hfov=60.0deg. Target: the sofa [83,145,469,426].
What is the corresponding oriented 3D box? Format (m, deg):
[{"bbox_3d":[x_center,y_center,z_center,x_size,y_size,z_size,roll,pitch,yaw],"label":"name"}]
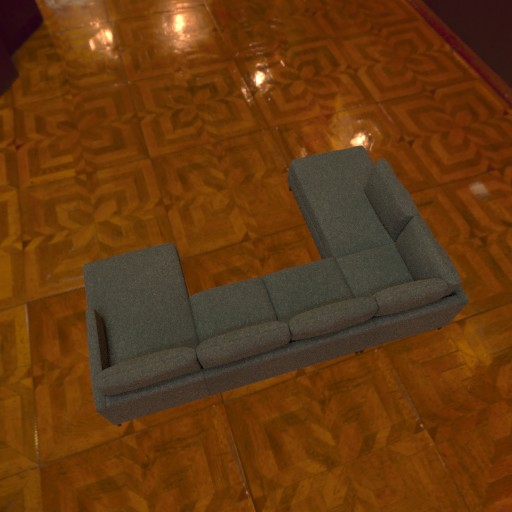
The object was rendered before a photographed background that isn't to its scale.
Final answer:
[{"bbox_3d":[0.000,0.000,3.909,2.956,0.813,2.007,-14,59,-9],"label":"sofa"}]
